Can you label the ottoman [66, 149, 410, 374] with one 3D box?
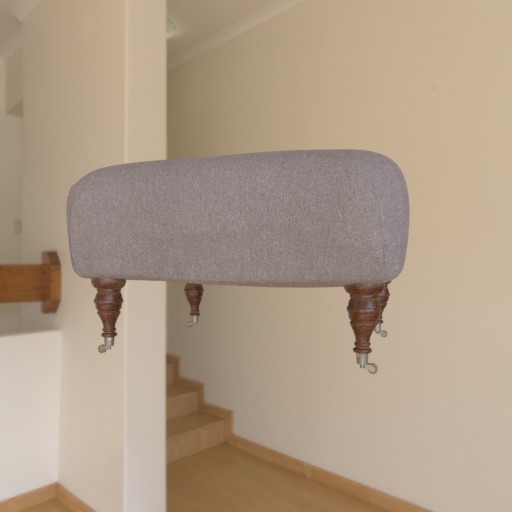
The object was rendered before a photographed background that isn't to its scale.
[{"bbox_3d":[0.000,0.000,1.141,0.747,0.450,0.622,0,-1,19],"label":"ottoman"}]
